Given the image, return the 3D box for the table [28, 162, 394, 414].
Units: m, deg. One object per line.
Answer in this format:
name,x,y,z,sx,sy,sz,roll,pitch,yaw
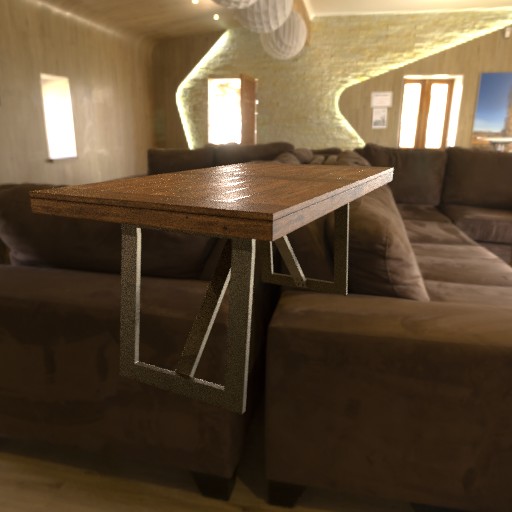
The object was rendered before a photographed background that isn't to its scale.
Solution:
table,0.000,0.000,2.137,0.931,0.757,1.641,8,18,26
